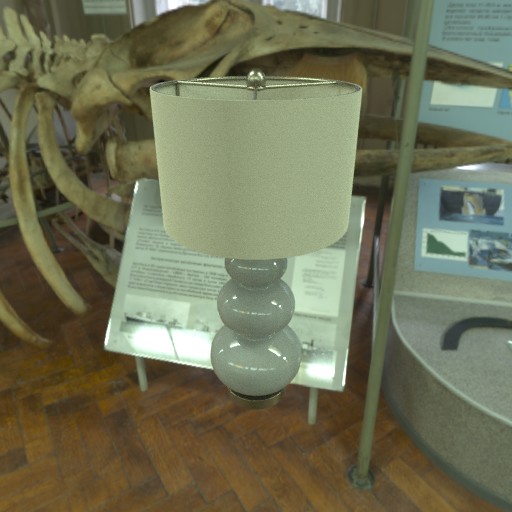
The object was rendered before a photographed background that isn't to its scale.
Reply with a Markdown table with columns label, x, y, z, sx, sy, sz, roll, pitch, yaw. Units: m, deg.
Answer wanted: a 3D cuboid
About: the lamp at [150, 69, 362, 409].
| label | x | y | z | sx | sy | sz | roll | pitch | yaw |
| --- | --- | --- | --- | --- | --- | --- | --- | --- | --- |
| lamp | 0.000 | 0.000 | 0.936 | 0.367 | 0.730 | 0.367 | -8 | 28 | -16 |
